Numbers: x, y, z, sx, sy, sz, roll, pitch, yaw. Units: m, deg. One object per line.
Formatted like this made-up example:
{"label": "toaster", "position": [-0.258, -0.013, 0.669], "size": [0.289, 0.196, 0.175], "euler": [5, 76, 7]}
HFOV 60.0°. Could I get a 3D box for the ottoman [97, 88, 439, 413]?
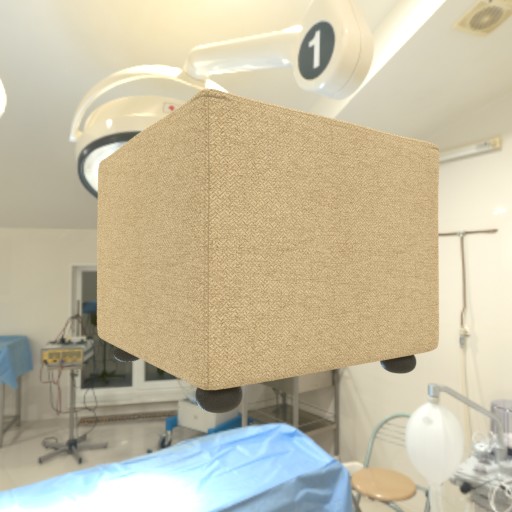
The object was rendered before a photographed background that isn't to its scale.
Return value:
{"label": "ottoman", "position": [0.000, 0.000, 0.880], "size": [0.508, 0.432, 0.508], "euler": [1, -1, -34]}
